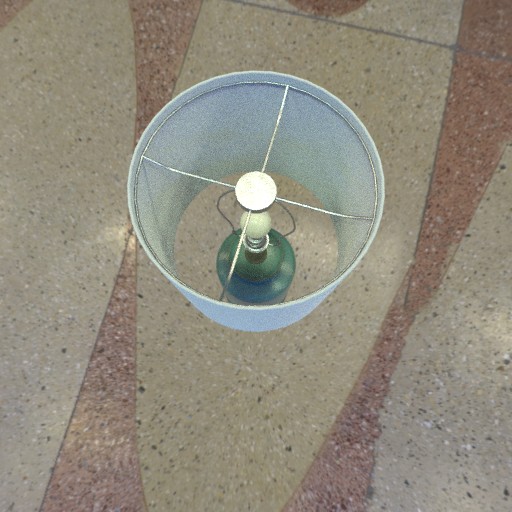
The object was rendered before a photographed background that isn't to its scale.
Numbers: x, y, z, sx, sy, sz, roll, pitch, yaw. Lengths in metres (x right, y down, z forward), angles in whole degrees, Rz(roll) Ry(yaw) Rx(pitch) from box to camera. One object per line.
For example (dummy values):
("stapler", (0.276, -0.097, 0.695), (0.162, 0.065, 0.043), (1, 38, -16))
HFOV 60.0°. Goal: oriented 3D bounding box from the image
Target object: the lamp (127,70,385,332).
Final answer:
("lamp", (0.000, 0.000, 0.603), (0.212, 0.493, 0.212), (16, 76, 4))
